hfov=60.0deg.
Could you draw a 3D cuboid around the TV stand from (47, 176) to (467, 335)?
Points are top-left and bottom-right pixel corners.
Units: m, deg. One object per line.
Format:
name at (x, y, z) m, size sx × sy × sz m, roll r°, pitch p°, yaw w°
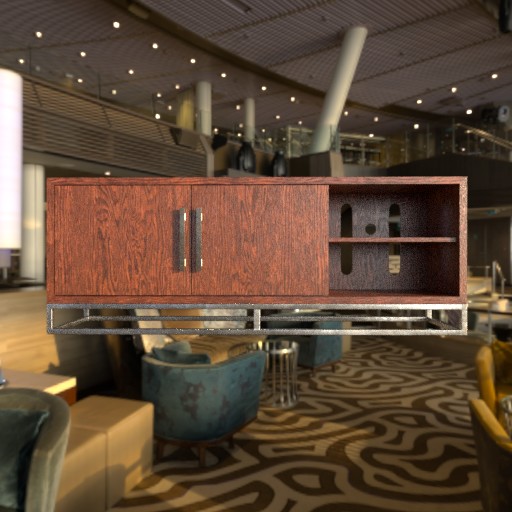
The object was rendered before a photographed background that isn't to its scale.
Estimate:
TV stand at (0.000, 0.000, 1.793) m, size 1.541 × 0.578 × 0.382 m, roll 0°, pitch 0°, yaw 1°
